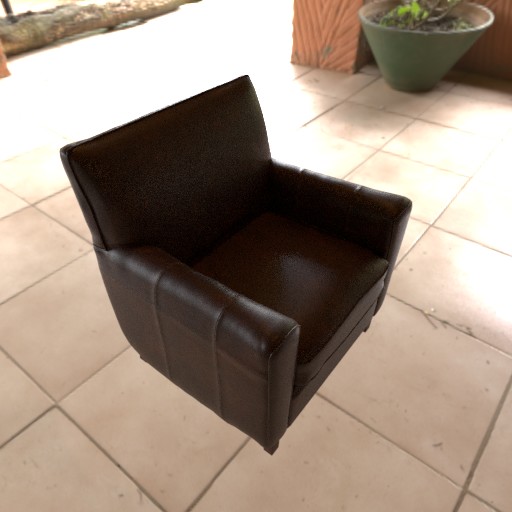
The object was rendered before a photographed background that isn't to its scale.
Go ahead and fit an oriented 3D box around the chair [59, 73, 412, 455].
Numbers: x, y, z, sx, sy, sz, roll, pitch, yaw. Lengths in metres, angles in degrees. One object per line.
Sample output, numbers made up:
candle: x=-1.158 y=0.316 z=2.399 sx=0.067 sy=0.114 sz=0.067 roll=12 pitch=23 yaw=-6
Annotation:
chair: x=0.000 y=0.000 z=1.602 sx=0.823 sy=0.943 sz=0.870 roll=27 pitch=47 yaw=28
